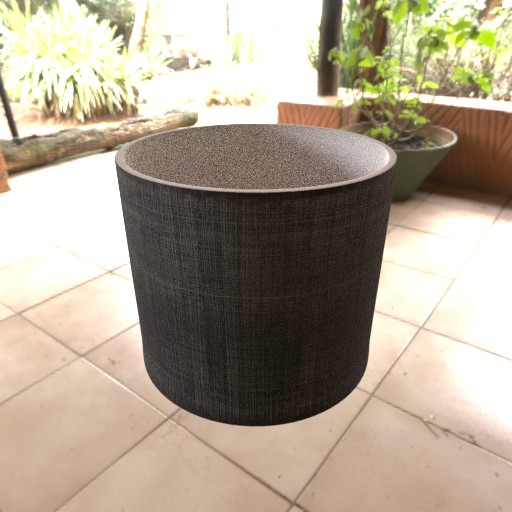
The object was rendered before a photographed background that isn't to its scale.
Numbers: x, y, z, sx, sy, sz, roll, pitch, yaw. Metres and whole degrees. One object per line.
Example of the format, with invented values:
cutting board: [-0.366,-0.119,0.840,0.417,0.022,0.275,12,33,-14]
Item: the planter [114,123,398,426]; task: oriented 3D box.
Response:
planter: [0.000,0.000,0.324,0.178,0.157,0.178,0,27,0]
